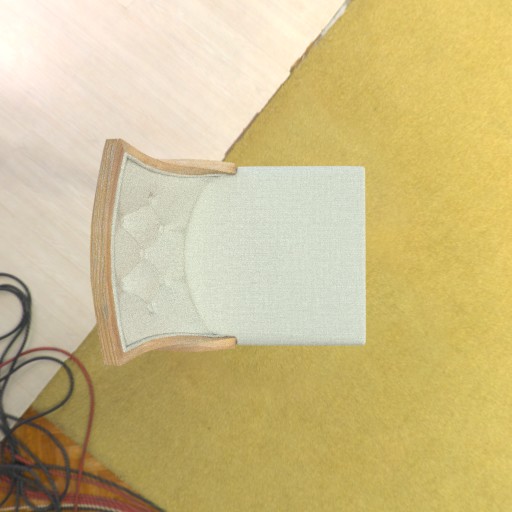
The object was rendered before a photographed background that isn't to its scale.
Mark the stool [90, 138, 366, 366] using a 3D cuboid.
[{"bbox_3d":[0.000,0.000,1.310,0.626,0.938,0.524,0,89,1],"label":"stool"}]
